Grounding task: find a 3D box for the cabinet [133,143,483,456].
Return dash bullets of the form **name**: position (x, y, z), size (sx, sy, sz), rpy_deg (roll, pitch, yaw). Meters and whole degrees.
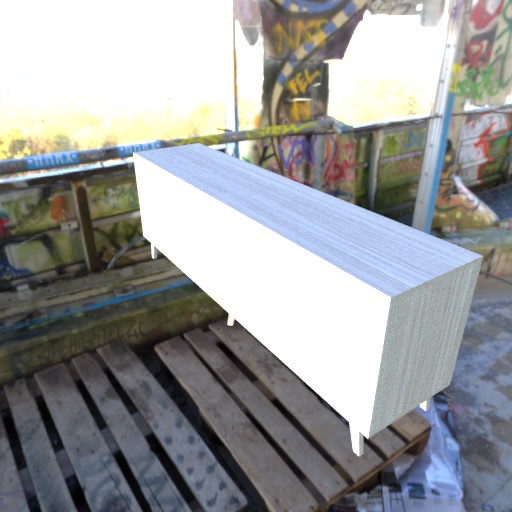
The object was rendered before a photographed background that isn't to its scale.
- **cabinet**: position (0.000, 0.000, 2.472), size (0.500, 0.780, 2.200), rpy_deg (-17, 32, -30)
